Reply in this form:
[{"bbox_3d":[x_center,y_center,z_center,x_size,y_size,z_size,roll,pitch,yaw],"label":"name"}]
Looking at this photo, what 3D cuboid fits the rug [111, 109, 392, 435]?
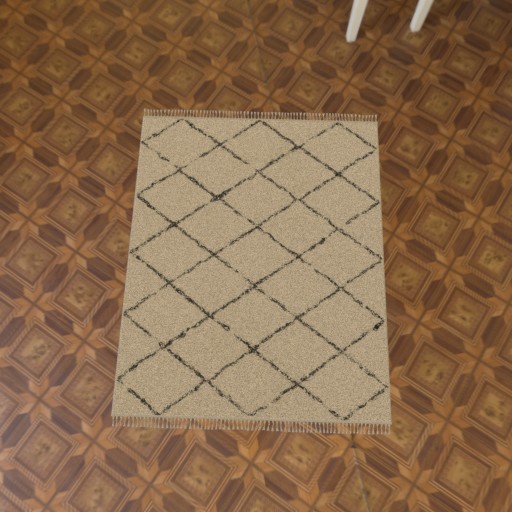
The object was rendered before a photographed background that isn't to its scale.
[{"bbox_3d":[0.000,0.000,4.129,2.380,0.013,3.051,2,75,0],"label":"rug"}]
